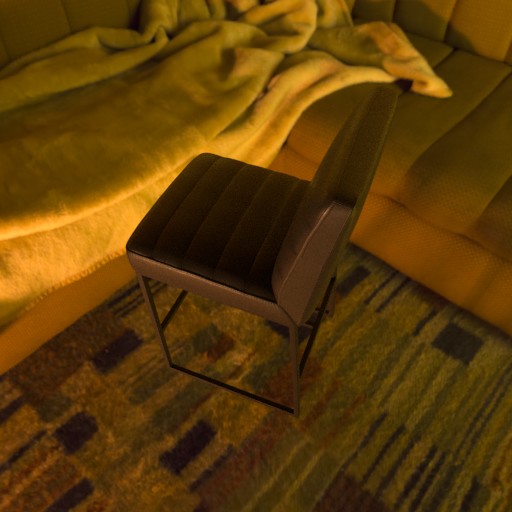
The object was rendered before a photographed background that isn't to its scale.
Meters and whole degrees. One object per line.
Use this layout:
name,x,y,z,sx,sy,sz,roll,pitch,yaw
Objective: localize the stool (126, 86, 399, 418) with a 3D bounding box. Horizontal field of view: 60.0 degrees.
stool,0.000,0.000,1.289,0.552,0.938,0.457,16,50,14
